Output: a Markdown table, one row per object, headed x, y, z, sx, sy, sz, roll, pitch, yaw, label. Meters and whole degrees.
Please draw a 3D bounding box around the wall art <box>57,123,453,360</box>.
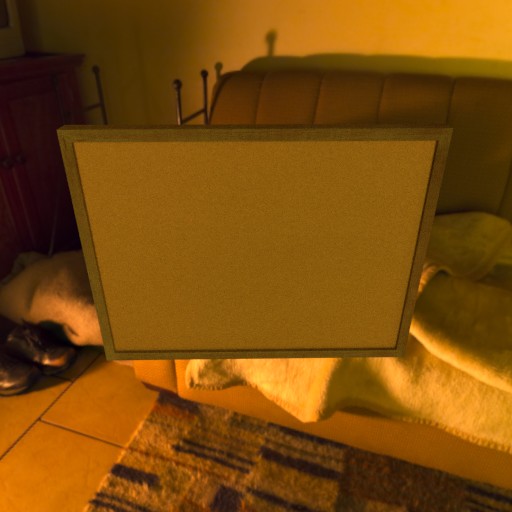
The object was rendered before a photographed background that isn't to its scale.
| x | y | z | sx | sy | sz | roll | pitch | yaw | label |
| --- | --- | --- | --- | --- | --- | --- | --- | --- | --- |
| 0.000 | 0.000 | 1.753 | 1.320 | 1.009 | 0.070 | 0 | 29 | -1 | wall art |
